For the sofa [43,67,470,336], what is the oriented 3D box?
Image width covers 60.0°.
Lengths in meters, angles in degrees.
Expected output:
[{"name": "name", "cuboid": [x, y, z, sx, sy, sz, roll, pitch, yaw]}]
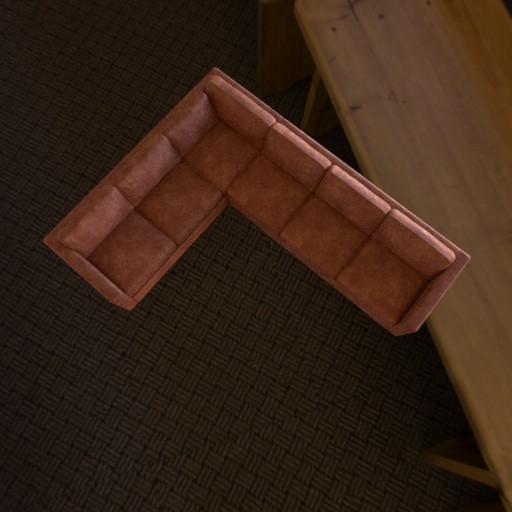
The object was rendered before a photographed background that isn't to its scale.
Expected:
[{"name": "sofa", "cuboid": [0.000, 0.000, 4.358, 3.150, 0.838, 2.438, 39, 79, 9]}]
